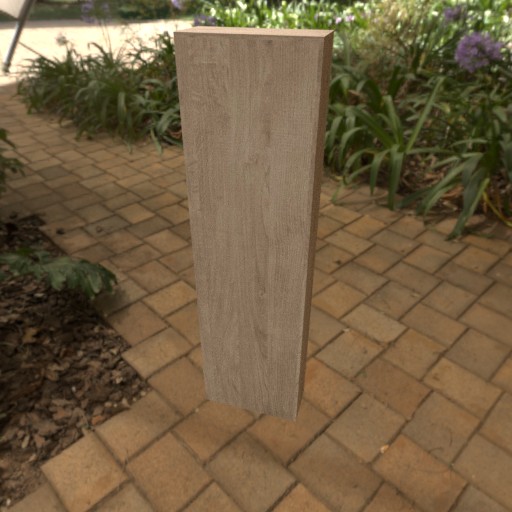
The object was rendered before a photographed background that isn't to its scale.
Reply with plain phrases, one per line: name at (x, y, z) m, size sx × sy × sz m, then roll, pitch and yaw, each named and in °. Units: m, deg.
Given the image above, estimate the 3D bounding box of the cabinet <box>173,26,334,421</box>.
cabinet at (0.000, 0.000, 1.966) m, size 0.500 × 1.790 × 0.230 m, roll 9°, pitch 33°, yaw 14°
